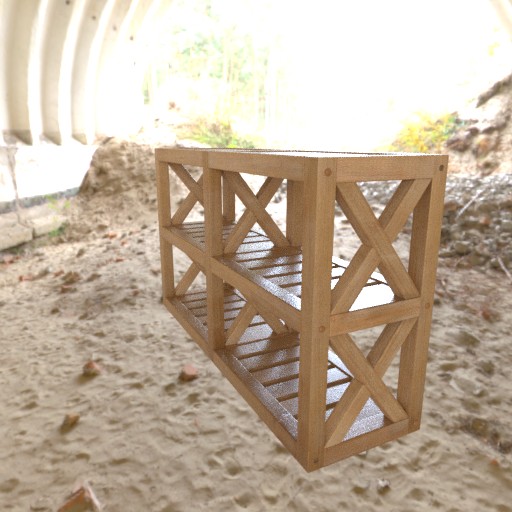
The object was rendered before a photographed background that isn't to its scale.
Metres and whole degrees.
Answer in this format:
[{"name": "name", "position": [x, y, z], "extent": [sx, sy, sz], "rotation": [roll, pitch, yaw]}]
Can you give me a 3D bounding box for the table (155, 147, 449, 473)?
[{"name": "table", "position": [0.000, 0.000, 1.642], "extent": [0.381, 0.762, 1.320], "rotation": [-7, 16, -26]}]
